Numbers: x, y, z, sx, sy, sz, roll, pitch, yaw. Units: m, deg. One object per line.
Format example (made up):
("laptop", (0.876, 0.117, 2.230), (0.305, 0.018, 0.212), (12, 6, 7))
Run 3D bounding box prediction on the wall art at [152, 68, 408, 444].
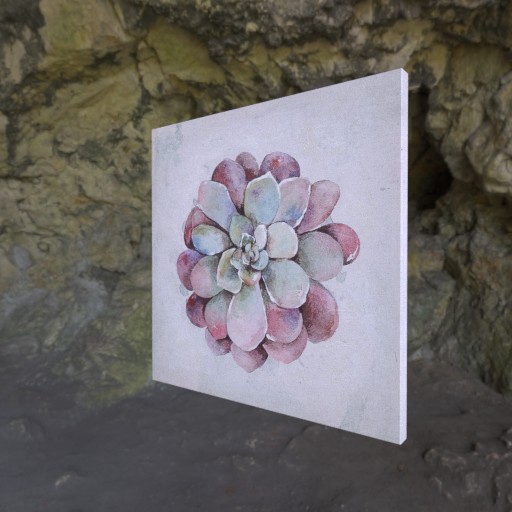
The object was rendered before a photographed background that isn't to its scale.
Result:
("wall art", (0.000, 0.000, 1.138), (0.762, 0.762, 0.041), (1, 1, 37))
